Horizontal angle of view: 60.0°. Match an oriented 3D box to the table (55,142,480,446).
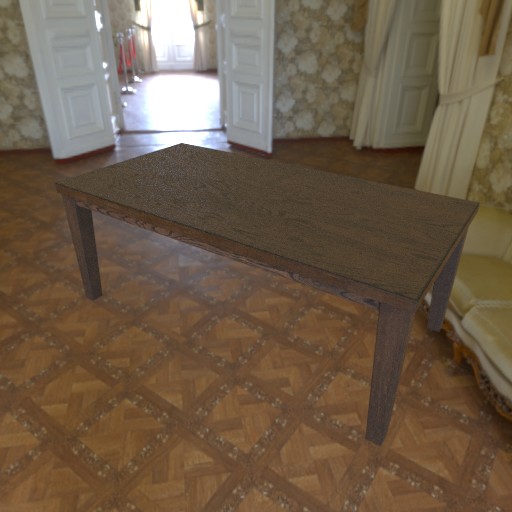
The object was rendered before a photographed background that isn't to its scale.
[{"bbox_3d":[0.000,0.000,2.493,1.981,0.762,1.016,19,34,30],"label":"table"}]
